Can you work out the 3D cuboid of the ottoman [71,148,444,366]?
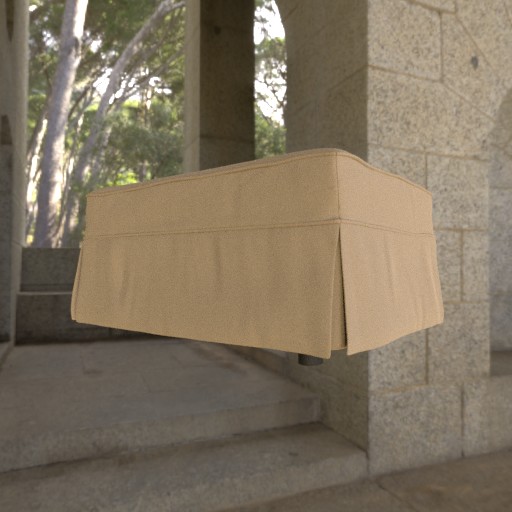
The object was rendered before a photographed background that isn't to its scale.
[{"bbox_3d":[0.000,0.000,1.376,0.959,0.482,0.721,-1,-1,37],"label":"ottoman"}]
